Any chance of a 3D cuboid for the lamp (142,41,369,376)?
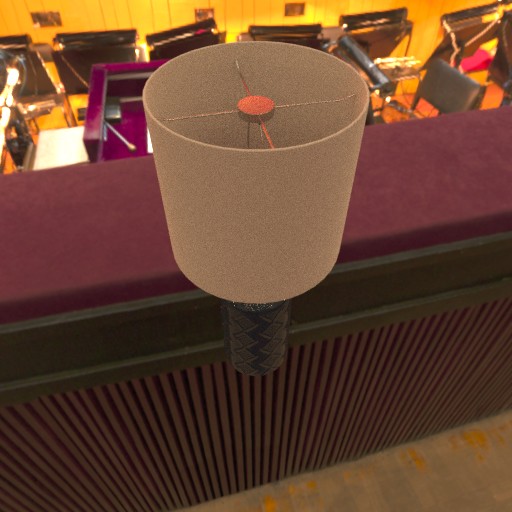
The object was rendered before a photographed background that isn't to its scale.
[{"bbox_3d":[0.000,0.000,0.577,0.207,0.461,0.207,-9,48,-8],"label":"lamp"}]
